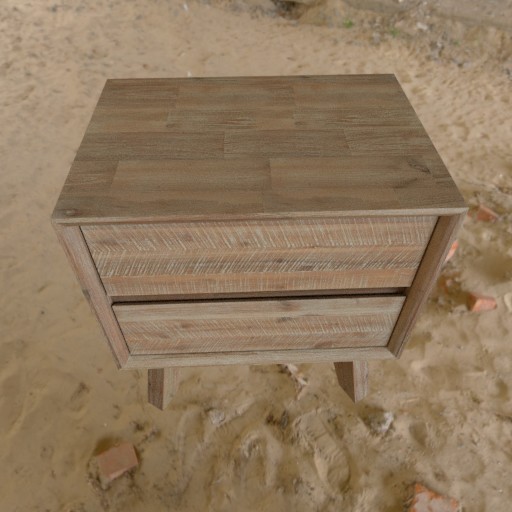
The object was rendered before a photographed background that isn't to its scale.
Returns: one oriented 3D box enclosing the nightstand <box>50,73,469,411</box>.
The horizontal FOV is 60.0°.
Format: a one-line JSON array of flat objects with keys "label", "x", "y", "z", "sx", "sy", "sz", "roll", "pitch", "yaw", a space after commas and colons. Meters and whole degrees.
[{"label": "nightstand", "x": 0.000, "y": 0.000, "z": 0.931, "sx": 0.552, "sy": 0.589, "sz": 0.396, "roll": -2, "pitch": 47, "yaw": -2}]
